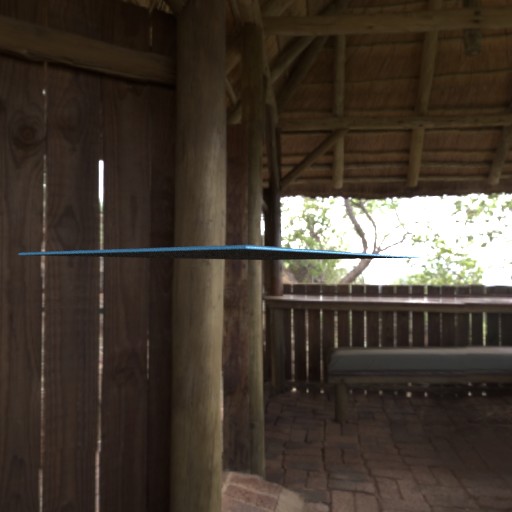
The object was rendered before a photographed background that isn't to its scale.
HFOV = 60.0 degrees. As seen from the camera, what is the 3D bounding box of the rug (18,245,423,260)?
[{"bbox_3d":[0.000,0.000,3.484,1.830,0.018,2.769,-1,-2,35],"label":"rug"}]
